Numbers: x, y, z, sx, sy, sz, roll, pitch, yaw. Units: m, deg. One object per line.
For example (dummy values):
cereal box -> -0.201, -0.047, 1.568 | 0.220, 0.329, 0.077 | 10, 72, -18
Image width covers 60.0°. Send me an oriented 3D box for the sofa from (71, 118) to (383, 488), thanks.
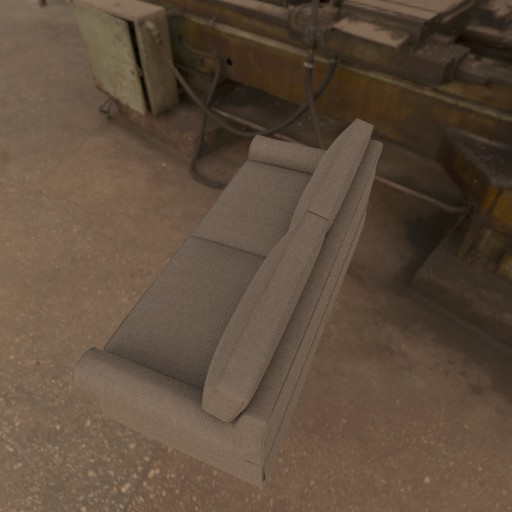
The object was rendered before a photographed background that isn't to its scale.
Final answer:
sofa -> 0.000, 0.000, 2.672 | 0.991, 0.943, 2.248 | 17, 49, 16
